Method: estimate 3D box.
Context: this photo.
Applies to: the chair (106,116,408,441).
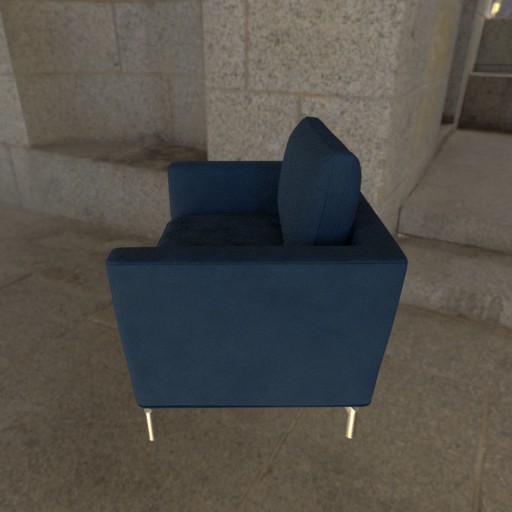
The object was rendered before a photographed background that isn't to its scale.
[{"bbox_3d":[0.000,0.000,1.590,0.746,0.893,0.977,0,26,0],"label":"chair"}]
